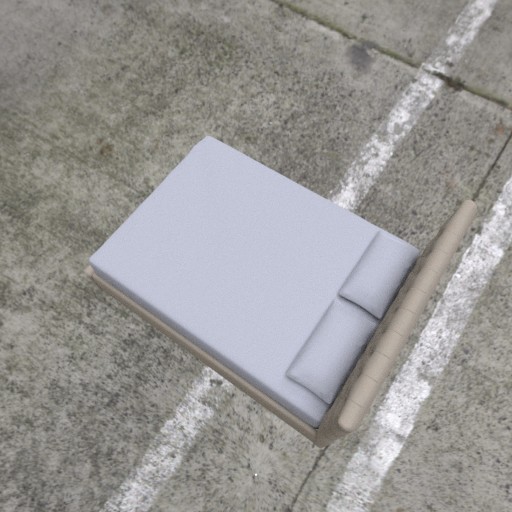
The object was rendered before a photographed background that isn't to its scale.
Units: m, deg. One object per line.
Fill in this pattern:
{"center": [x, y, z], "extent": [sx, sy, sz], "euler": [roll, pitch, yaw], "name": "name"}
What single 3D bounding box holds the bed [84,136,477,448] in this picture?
{"center": [0.000, 0.000, 3.479], "extent": [2.387, 1.427, 1.698], "euler": [32, 68, 15], "name": "bed"}
